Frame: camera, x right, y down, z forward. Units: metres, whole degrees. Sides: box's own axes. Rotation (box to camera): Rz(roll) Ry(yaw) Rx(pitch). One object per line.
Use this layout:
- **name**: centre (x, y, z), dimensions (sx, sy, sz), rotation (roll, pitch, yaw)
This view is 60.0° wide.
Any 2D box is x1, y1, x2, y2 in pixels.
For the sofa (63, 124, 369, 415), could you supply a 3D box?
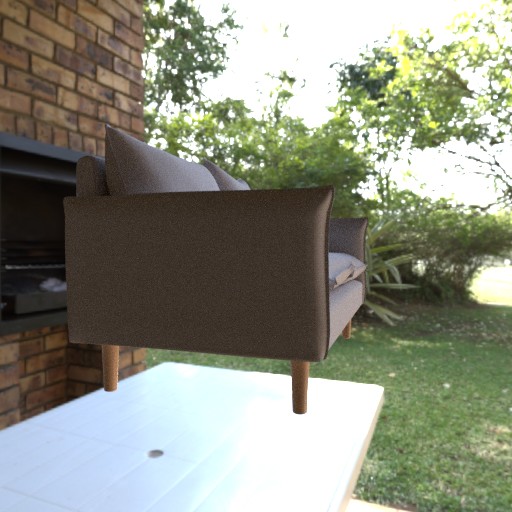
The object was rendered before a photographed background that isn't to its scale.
- **sofa**: centre (0.000, 0.000, 1.807), dimensions (0.820, 0.840, 1.300), rotation (0, 1, 18)
